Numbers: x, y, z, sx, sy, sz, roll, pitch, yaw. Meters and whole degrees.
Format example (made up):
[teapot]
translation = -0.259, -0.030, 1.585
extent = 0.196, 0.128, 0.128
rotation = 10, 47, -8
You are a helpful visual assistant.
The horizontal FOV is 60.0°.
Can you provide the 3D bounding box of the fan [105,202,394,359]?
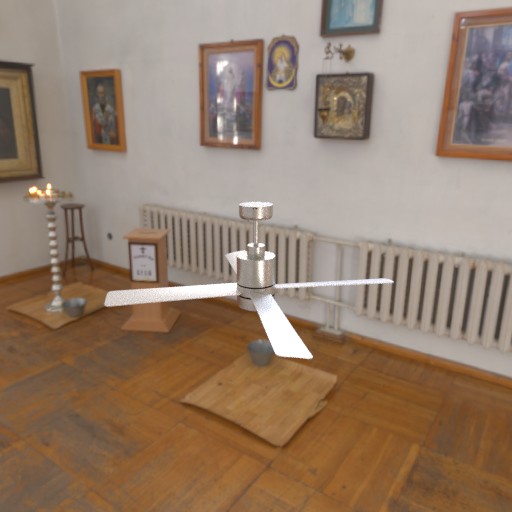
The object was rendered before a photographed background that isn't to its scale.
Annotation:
[fan]
translation = 0.000, 0.000, 2.303
extent = 1.525, 0.539, 1.525
rotation = -3, 16, -10
